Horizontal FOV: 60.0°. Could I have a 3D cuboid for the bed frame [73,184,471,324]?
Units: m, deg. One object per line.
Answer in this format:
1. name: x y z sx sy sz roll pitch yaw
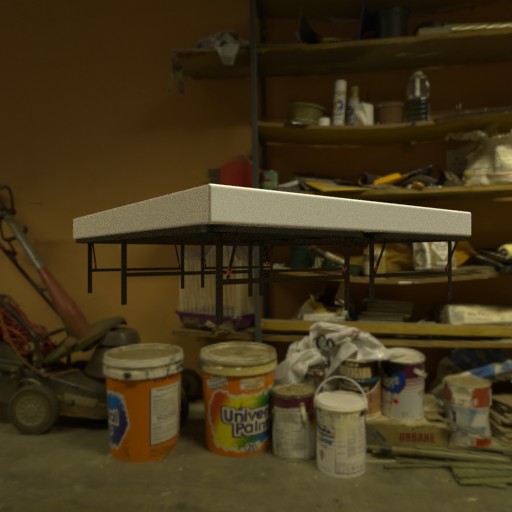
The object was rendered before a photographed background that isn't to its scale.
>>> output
1. bed frame: 0.000 0.000 3.089 1.930 0.559 2.032 0 0 -36
